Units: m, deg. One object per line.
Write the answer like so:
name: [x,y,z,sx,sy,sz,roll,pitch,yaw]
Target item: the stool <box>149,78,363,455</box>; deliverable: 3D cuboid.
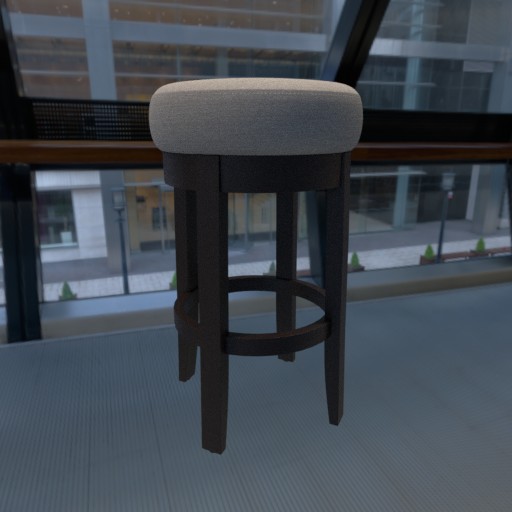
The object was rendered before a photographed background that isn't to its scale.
stool: [0.000,0.000,1.027,0.443,0.757,0.443,0,16,0]
